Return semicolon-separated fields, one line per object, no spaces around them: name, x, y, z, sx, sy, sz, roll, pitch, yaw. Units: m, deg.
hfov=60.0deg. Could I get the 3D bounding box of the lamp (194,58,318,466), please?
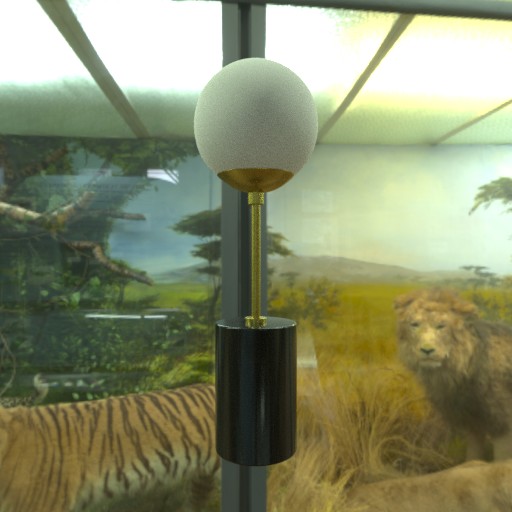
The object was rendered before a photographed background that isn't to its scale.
lamp;0.000;0.000;0.554;0.153;0.480;0.153;0;0;0
